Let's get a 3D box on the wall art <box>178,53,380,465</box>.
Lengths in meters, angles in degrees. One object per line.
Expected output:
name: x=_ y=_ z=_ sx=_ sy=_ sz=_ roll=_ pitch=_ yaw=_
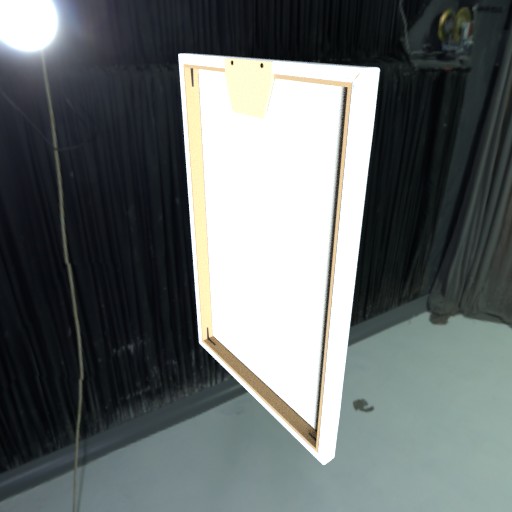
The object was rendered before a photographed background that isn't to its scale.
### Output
wall art: x=0.000 y=0.000 z=1.108 sx=0.048 sy=0.902 sz=0.602 roll=-19 pitch=33 yaw=-32
